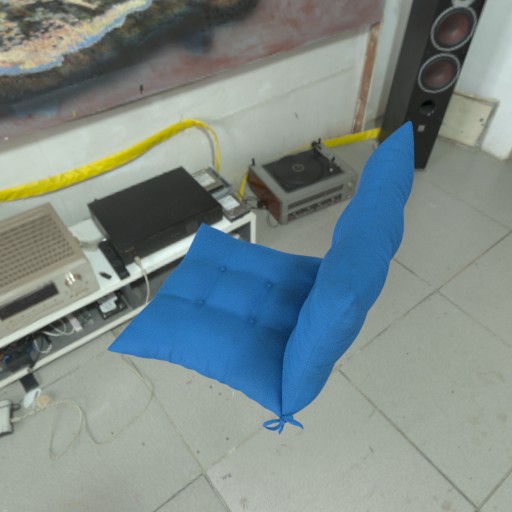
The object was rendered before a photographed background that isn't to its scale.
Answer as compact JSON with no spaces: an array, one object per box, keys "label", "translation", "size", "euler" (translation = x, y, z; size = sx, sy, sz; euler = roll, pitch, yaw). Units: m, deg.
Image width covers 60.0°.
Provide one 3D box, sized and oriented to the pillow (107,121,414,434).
[{"label":"pillow","translation":[0.000,0.000,1.016],"size":[0.585,0.536,0.541],"euler":[17,49,15]}]
